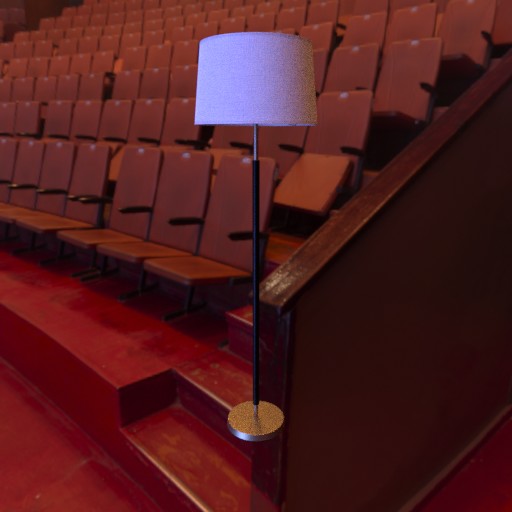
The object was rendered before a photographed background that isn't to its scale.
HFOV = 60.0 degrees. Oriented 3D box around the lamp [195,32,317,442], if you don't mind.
[{"bbox_3d":[0.000,0.000,1.654,0.420,1.447,0.420,0,16,0],"label":"lamp"}]
